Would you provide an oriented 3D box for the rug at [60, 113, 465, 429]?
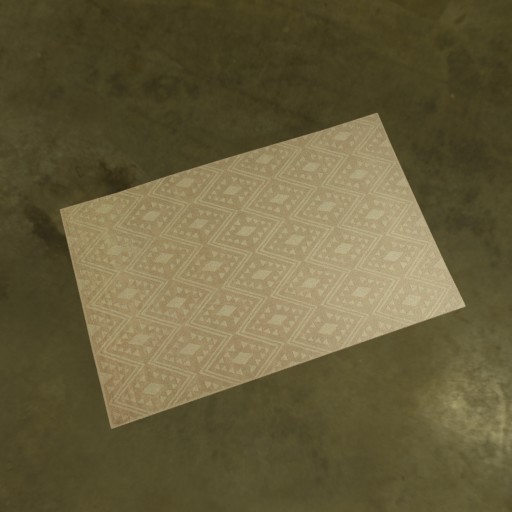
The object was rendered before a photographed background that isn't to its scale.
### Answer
[{"bbox_3d":[0.000,0.000,3.058,2.430,0.053,1.553,-18,76,-5],"label":"rug"}]
